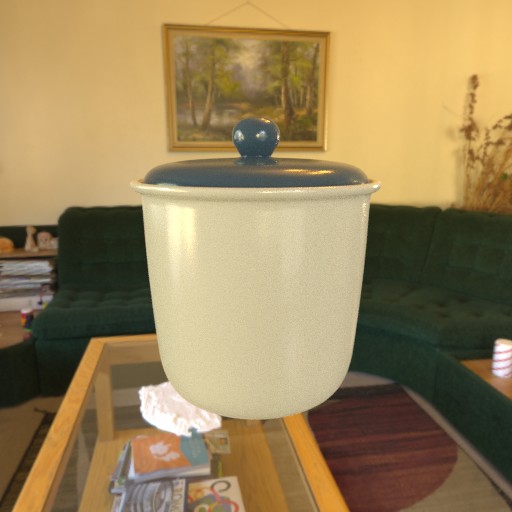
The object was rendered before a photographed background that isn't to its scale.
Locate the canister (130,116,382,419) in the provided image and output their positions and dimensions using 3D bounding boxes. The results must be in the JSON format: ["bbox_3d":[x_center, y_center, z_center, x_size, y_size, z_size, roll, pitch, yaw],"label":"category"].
[{"bbox_3d":[0.000,0.000,0.346,0.182,0.208,0.182,0,13,0],"label":"canister"}]
